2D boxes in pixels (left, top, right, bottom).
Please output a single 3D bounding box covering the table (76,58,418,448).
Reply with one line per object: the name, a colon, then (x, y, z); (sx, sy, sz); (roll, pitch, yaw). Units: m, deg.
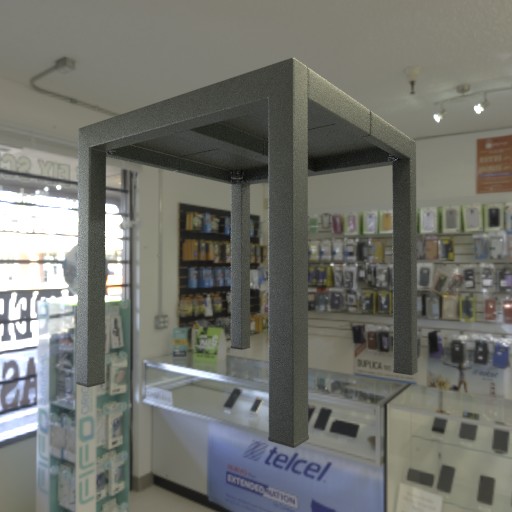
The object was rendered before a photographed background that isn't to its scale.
table: (0.000, 0.000, 0.928); (0.508, 0.508, 0.508); (-1, -1, 37)
